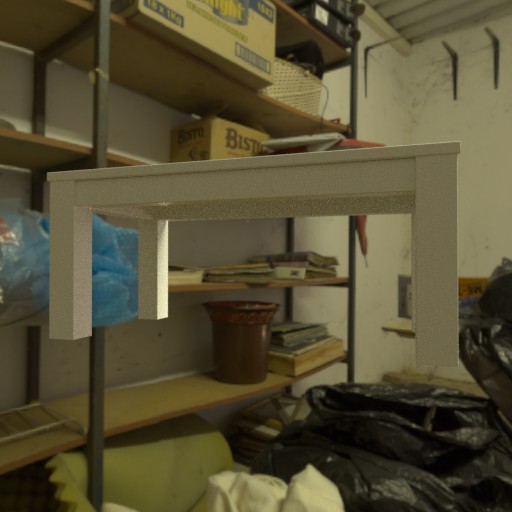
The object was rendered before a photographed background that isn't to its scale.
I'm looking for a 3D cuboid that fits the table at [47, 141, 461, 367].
[{"bbox_3d":[0.000,0.000,2.251,1.800,0.790,0.900,0,-1,18],"label":"table"}]
